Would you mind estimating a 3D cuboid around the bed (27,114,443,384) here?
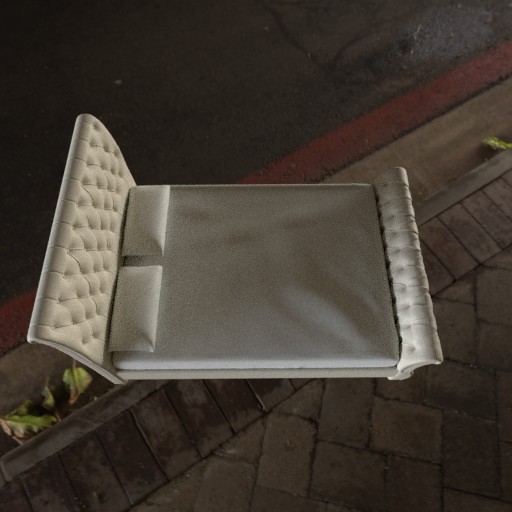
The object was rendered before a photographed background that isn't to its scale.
[{"bbox_3d":[0.000,0.000,3.280,2.493,1.268,1.606,0,63,0],"label":"bed"}]
